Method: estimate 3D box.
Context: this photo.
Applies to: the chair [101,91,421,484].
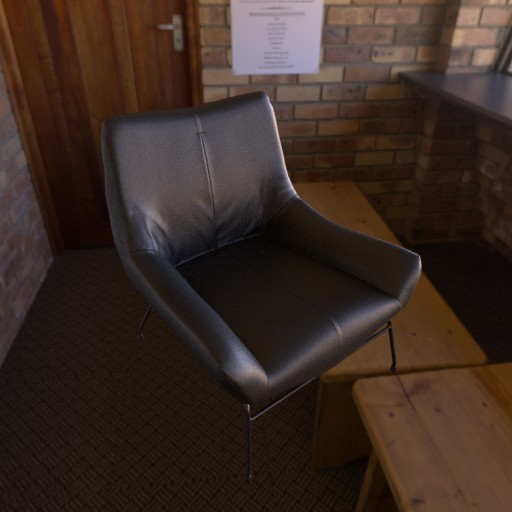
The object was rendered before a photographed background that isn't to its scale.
[{"bbox_3d":[0.000,0.000,1.547,0.836,0.922,0.826,-23,38,-33],"label":"chair"}]
